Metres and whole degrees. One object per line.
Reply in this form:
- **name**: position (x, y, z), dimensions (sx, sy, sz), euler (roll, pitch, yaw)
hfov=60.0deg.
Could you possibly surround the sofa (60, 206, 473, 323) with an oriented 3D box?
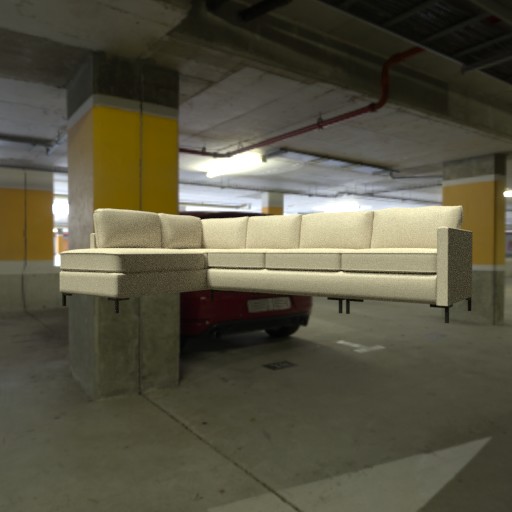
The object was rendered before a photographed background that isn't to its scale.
- **sofa**: position (0.000, 0.000, 4.213), dimensions (3.384, 0.996, 2.048), euler (0, 1, 36)
